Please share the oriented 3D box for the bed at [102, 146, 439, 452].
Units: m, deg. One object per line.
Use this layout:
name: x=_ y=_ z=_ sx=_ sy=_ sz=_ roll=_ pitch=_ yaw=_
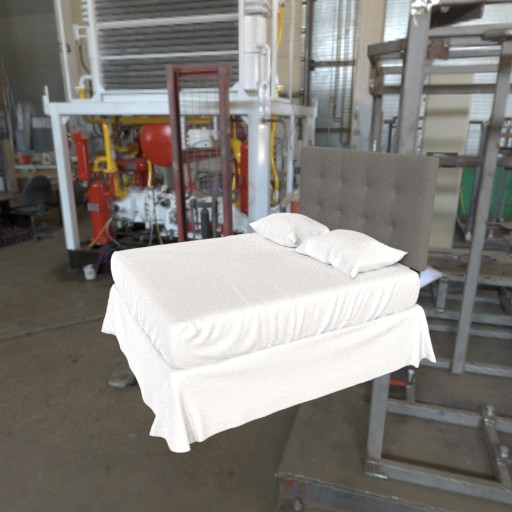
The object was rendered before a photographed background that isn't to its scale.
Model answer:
bed: x=0.000 y=0.000 z=3.524 sx=2.222 sy=1.577 sz=1.936 roll=-9 pitch=19 yaw=-27
